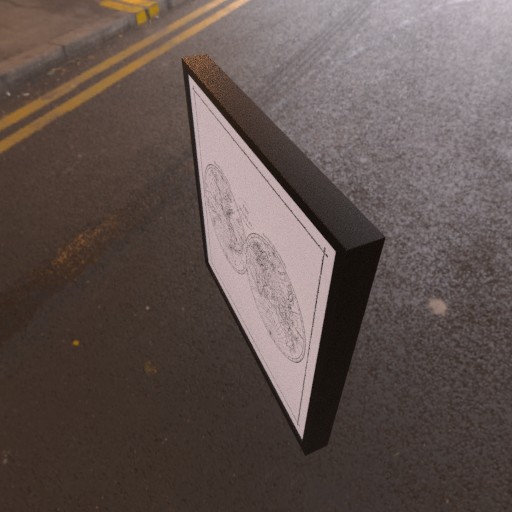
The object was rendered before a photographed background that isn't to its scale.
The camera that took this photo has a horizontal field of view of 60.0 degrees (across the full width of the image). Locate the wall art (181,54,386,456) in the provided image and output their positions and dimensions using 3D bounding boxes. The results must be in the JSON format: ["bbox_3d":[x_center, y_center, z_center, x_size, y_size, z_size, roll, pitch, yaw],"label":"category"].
[{"bbox_3d":[0.000,0.000,0.489,0.029,0.318,0.327,-18,48,-17],"label":"wall art"}]
